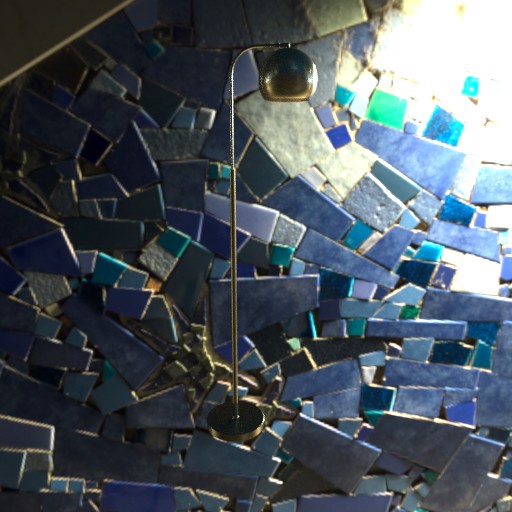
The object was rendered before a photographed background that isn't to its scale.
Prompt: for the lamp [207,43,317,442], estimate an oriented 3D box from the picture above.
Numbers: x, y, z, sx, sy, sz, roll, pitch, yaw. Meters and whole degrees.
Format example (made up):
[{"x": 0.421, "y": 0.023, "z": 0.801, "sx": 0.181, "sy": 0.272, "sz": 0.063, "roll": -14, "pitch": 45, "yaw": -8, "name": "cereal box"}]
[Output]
[{"x": 0.000, "y": 0.000, "z": 1.735, "sx": 0.431, "sy": 1.526, "sz": 0.250, "roll": 2, "pitch": 15, "yaw": 9, "name": "lamp"}]
